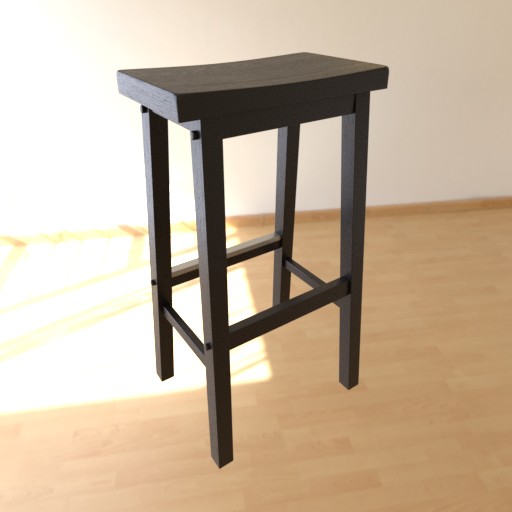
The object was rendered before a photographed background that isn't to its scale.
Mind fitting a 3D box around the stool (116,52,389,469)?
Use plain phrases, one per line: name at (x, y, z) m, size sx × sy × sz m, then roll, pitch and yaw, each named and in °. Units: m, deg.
stool at (0.000, 0.000, 0.939) m, size 0.406 × 0.742 × 0.322 m, roll -20°, pitch 37°, yaw -29°
